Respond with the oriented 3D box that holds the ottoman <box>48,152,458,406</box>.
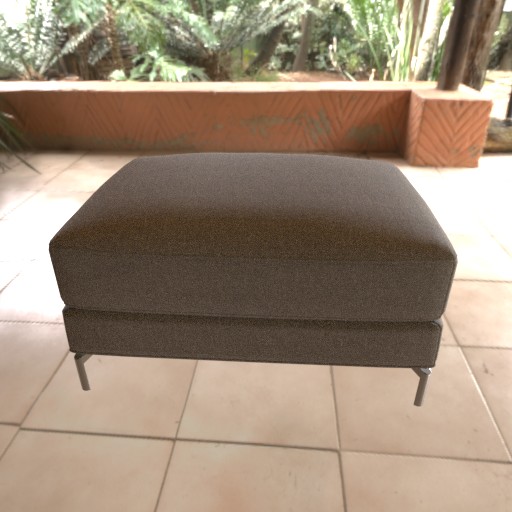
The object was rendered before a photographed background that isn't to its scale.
[{"bbox_3d":[0.000,0.000,1.172,0.838,0.457,0.584,2,29,3],"label":"ottoman"}]
